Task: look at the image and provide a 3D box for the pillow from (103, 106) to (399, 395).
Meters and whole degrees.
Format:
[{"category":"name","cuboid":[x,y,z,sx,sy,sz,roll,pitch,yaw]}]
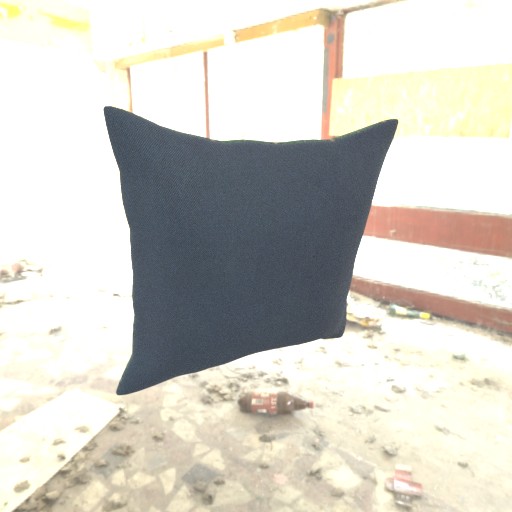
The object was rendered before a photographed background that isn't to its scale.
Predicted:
[{"category":"pillow","cuboid":[0.000,0.000,0.707,0.453,0.430,0.200,-7,15,-27]}]
